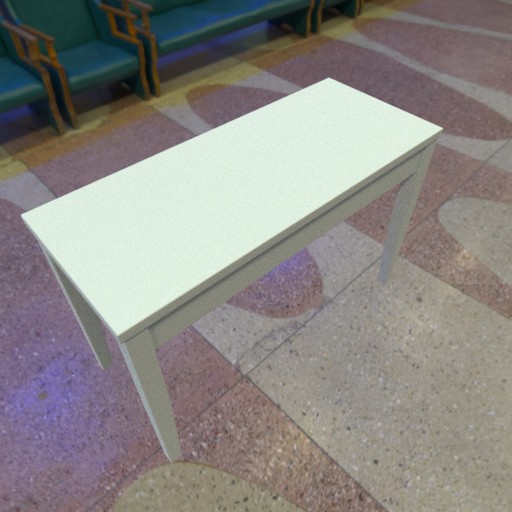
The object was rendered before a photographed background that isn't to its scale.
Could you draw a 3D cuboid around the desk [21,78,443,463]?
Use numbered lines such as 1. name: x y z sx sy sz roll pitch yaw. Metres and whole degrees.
1. desk: 0.000 0.000 1.601 1.220 0.775 0.508 -33 55 -27
